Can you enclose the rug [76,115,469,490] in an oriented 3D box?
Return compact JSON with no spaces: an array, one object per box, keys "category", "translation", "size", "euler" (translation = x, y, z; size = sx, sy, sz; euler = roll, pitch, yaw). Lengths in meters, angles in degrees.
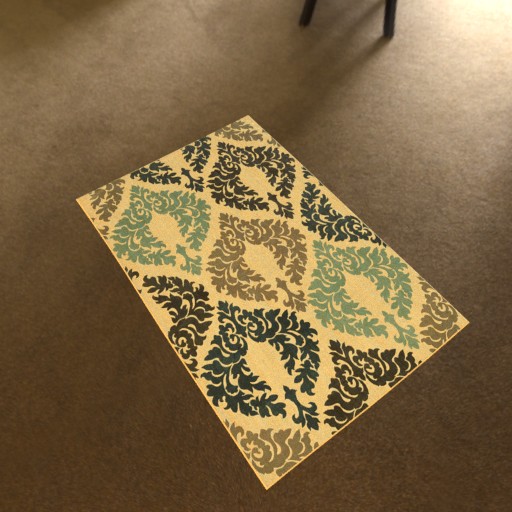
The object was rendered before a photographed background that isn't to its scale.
[{"category":"rug","translation":[0.000,0.000,2.897],"size":[1.514,0.014,2.275],"euler":[-32,63,-18]}]
